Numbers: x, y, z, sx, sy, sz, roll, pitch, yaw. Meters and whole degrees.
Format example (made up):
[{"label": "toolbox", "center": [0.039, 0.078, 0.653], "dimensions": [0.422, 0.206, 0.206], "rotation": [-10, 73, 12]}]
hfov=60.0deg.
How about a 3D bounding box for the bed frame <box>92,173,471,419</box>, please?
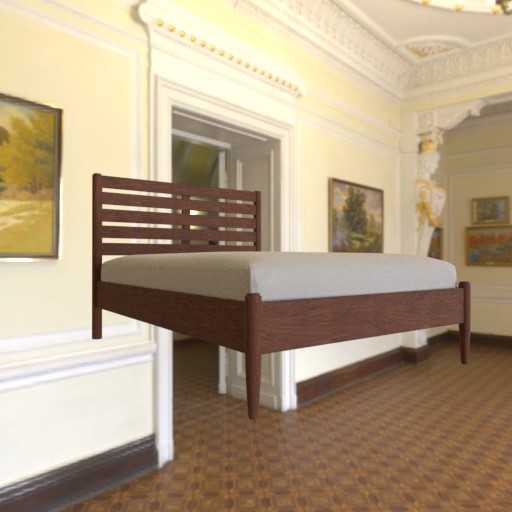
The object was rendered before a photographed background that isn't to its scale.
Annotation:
[{"label": "bed frame", "center": [0.000, 0.000, 3.128], "dimensions": [1.655, 1.321, 2.234], "rotation": [0, 0, -36]}]
